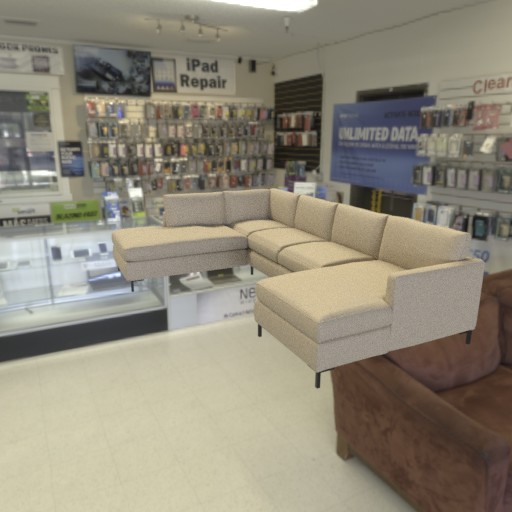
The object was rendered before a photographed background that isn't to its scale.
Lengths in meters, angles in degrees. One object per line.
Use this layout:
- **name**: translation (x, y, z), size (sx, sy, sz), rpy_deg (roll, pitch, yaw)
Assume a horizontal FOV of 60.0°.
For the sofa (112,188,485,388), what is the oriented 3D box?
- **sofa**: translation (0.000, 0.000, 3.560), size (1.879, 0.756, 2.737), rpy_deg (-7, 17, -25)
